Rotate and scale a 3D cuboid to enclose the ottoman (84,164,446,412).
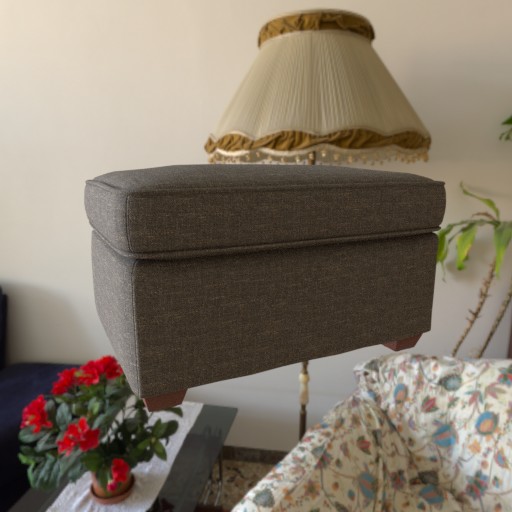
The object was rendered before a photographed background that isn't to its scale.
[{"bbox_3d":[0.000,0.000,1.105,0.749,0.450,0.549,-6,13,-26],"label":"ottoman"}]
